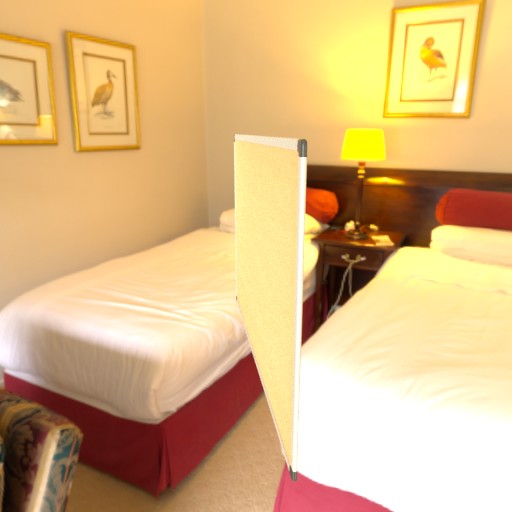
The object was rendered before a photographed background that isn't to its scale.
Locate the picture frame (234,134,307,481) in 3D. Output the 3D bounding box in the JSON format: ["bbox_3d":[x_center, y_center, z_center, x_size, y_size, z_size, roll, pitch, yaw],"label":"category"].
[{"bbox_3d":[0.000,0.000,1.143,0.010,0.600,0.900,-2,16,-9],"label":"picture frame"}]
